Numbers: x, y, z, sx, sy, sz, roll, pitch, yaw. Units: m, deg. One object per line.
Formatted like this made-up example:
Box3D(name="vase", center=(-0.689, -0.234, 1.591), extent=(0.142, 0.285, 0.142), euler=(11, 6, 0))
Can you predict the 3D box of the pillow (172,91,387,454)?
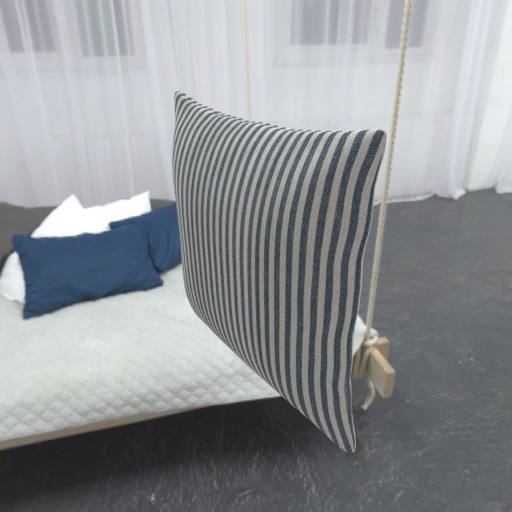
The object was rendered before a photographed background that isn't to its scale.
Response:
Box3D(name="pillow", center=(0.000, 0.000, 0.786), extent=(0.166, 0.510, 0.523), euler=(-17, 31, -31))
